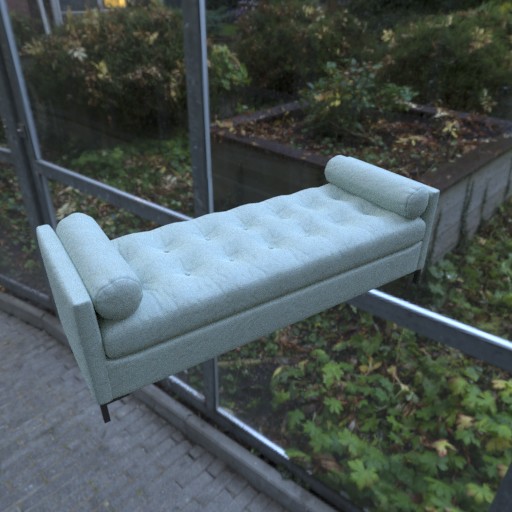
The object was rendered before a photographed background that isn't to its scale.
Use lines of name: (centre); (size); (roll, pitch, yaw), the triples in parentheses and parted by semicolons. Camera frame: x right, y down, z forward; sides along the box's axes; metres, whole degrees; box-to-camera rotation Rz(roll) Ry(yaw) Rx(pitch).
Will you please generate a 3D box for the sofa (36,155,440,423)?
sofa: (0.000, 0.000, 2.519); (2.102, 0.705, 0.796); (-18, 35, -28)
